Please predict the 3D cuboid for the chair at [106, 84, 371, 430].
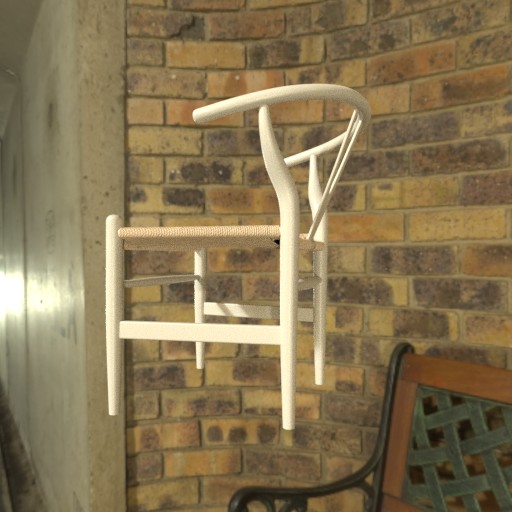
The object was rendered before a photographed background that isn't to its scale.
[{"bbox_3d":[0.000,0.000,1.150,0.579,0.730,0.569,0,0,19],"label":"chair"}]
